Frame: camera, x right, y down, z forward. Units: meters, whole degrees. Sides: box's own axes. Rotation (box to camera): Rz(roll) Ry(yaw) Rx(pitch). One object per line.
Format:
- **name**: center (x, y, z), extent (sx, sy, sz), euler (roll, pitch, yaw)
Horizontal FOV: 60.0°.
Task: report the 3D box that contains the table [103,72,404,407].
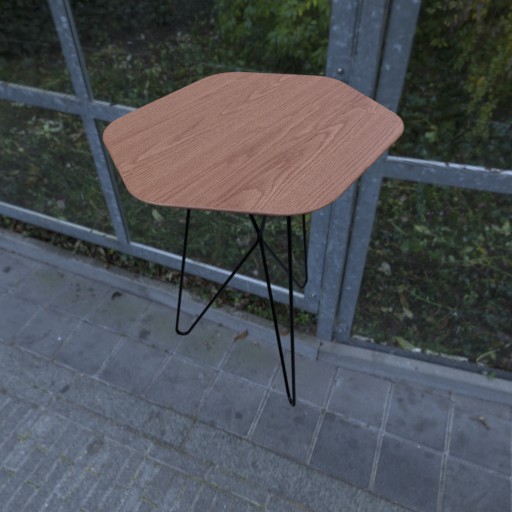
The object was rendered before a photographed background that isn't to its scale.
- **table**: center (0.000, 0.000, 0.894), extent (0.400, 0.562, 0.500), euler (26, 48, 26)
